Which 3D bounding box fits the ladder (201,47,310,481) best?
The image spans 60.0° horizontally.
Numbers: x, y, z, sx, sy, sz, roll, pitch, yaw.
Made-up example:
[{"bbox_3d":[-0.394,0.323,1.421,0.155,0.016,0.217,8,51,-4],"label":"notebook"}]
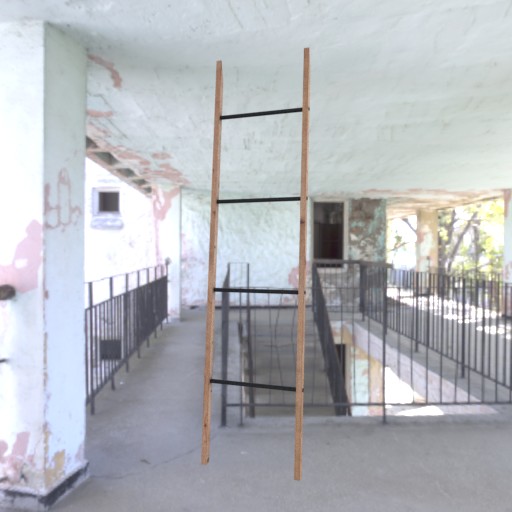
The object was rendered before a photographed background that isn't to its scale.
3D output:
[{"bbox_3d":[0.000,0.000,1.928,0.442,1.805,0.200,0,1,18],"label":"ladder"}]
